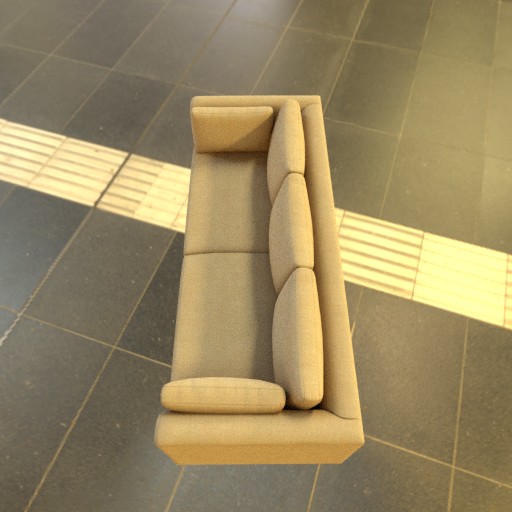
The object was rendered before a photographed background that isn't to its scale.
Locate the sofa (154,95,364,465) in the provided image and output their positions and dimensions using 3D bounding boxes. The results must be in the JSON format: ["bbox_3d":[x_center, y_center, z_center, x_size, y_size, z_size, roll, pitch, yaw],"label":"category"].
[{"bbox_3d":[0.000,0.000,2.904,0.969,0.867,2.415,0,58,0],"label":"sofa"}]
